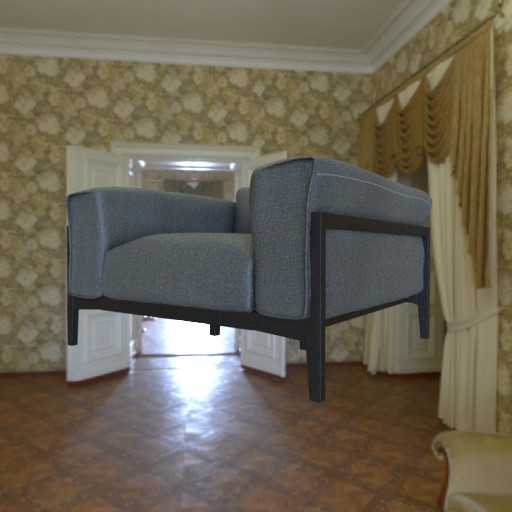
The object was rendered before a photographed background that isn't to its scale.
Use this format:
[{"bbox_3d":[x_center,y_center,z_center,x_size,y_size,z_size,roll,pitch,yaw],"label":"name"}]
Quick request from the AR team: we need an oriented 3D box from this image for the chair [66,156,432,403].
[{"bbox_3d":[0.000,0.000,1.674,1.056,0.646,0.969,1,1,36],"label":"chair"}]
